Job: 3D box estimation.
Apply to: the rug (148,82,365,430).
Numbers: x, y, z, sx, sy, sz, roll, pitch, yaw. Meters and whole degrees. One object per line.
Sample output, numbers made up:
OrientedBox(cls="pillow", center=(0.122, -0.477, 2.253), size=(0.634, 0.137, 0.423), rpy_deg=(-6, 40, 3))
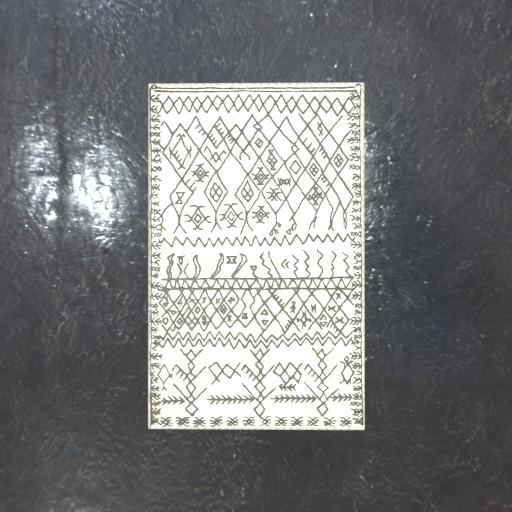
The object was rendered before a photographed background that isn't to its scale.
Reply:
OrientedBox(cls="rug", center=(0.000, 0.000, 3.129), size=(1.526, 0.012, 2.444), rpy_deg=(0, 90, 1))
